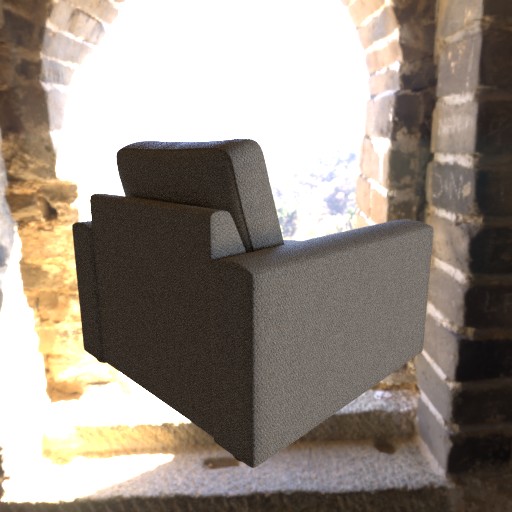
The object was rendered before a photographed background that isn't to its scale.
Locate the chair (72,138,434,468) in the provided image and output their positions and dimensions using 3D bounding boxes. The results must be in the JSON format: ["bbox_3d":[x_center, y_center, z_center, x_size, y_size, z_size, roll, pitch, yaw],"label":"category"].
[{"bbox_3d":[0.000,0.000,1.734,1.005,0.873,1.016,13,19,43],"label":"chair"}]
